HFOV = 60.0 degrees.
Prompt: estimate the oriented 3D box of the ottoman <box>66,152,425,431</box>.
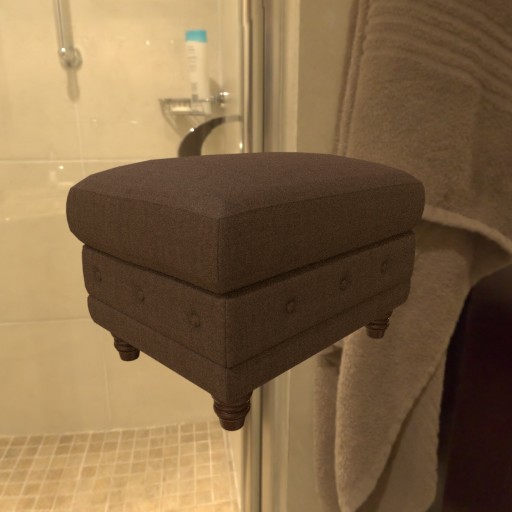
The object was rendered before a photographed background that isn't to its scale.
[{"bbox_3d":[0.000,0.000,1.237,0.599,0.555,0.809,15,22,42],"label":"ottoman"}]
